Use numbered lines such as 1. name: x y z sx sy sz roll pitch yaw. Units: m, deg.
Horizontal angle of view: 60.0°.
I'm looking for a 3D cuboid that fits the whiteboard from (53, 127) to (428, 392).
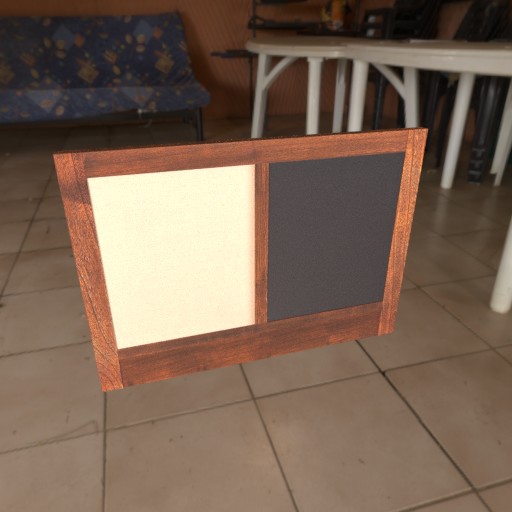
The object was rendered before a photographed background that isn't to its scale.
1. whiteboard: 0.000 0.000 1.036 0.768 0.553 0.083 -8 28 -15
